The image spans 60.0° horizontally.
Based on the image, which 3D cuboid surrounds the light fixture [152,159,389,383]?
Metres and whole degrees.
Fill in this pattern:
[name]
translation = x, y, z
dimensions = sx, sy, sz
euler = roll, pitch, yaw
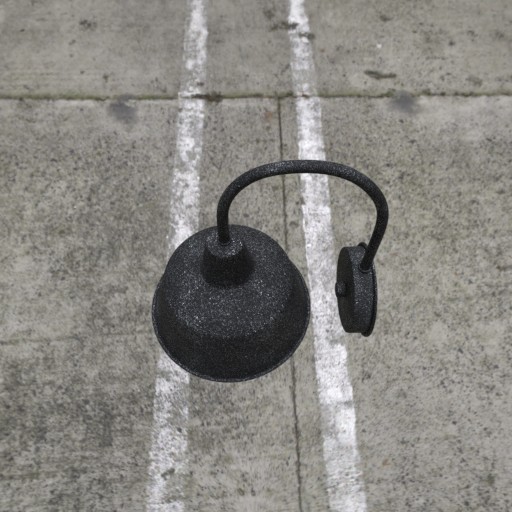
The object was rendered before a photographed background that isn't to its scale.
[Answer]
[light fixture]
translation = 0.000, 0.000, 0.501
dimensions = 0.283, 0.300, 0.216
euler = -1, 58, -1
